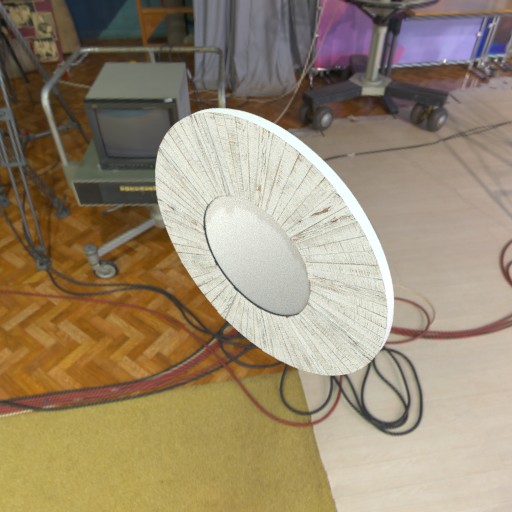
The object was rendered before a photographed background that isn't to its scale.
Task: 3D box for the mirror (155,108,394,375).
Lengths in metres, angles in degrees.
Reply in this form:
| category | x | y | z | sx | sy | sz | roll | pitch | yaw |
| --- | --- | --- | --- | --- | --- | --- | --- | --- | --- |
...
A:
| category | x | y | z | sx | sy | sz | roll | pitch | yaw |
| --- | --- | --- | --- | --- | --- | --- | --- | --- | --- |
| mirror | 0.000 | 0.000 | 1.380 | 0.914 | 0.914 | 0.038 | 32 | 53 | 28 |
